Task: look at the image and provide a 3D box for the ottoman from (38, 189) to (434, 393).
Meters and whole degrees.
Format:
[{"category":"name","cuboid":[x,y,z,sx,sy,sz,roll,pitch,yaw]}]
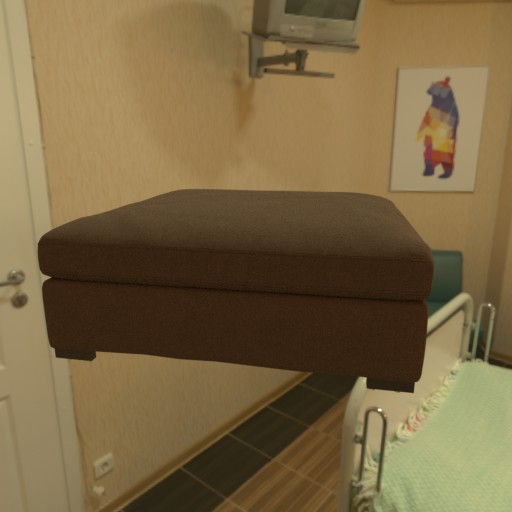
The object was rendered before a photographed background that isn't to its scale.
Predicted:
[{"category":"ottoman","cuboid":[0.000,0.000,1.830,1.181,0.470,1.181,3,15,11]}]
